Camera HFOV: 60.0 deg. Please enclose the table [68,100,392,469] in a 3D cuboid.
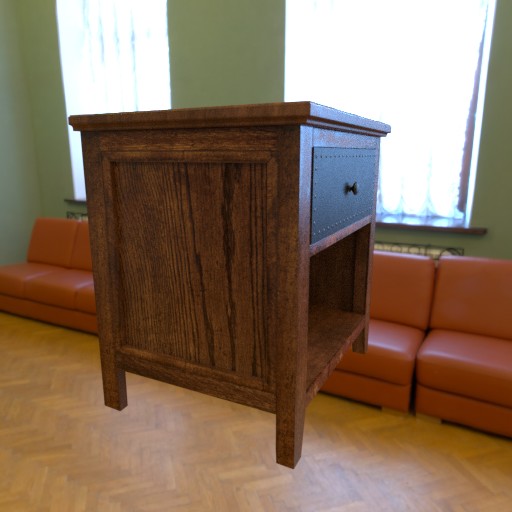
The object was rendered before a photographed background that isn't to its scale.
[{"bbox_3d":[0.000,0.000,1.016,0.461,0.597,0.586,7,14,26],"label":"table"}]
